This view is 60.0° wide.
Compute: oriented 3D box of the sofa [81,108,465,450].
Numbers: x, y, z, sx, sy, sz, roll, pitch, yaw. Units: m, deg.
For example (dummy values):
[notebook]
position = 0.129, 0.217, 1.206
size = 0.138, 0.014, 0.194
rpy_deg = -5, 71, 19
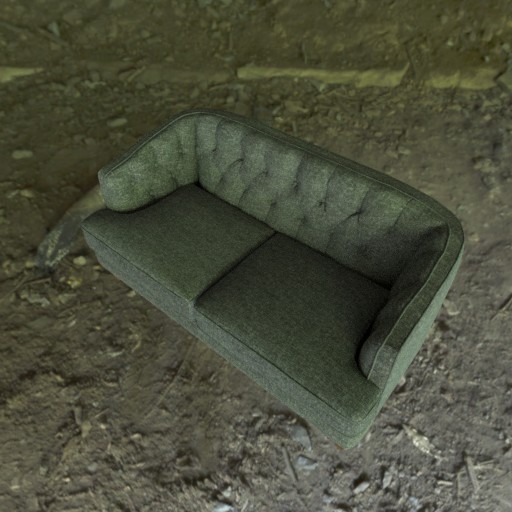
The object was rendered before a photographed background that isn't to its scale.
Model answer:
[sofa]
position = 0.000, 0.000, 2.237
size = 1.733, 0.855, 0.941
rpy_deg = 31, 53, 27
